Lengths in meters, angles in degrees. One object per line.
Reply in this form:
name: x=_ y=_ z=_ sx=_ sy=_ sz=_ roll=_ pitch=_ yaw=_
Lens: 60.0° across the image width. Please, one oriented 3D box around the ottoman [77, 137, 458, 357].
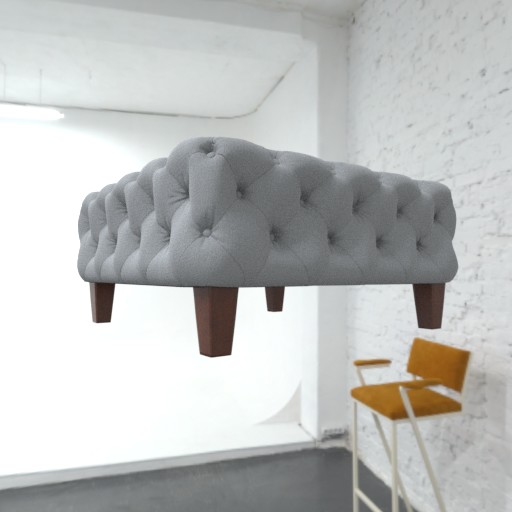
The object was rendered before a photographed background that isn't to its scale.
ottoman: x=0.000 y=0.000 z=1.176 sx=0.758 sy=0.365 sz=0.764 roll=2 pitch=-3 yaw=-36
